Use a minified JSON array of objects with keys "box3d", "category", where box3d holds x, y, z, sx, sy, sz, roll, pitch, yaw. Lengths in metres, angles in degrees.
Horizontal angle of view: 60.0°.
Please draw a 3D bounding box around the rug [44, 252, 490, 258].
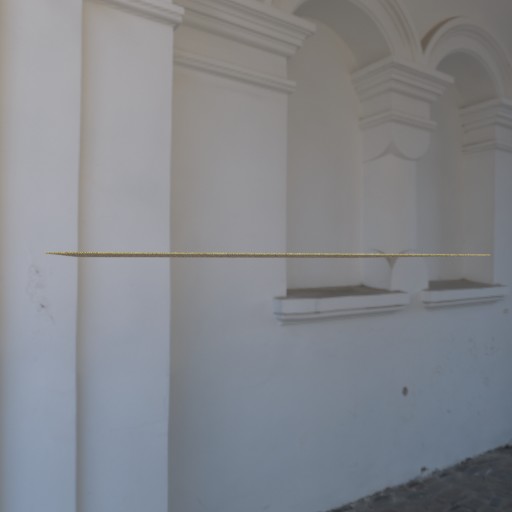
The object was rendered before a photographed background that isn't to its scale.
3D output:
[{"box3d":[0.000,0.000,2.882,2.286,0.006,1.524,0,-1,-17],"category":"rug"}]
